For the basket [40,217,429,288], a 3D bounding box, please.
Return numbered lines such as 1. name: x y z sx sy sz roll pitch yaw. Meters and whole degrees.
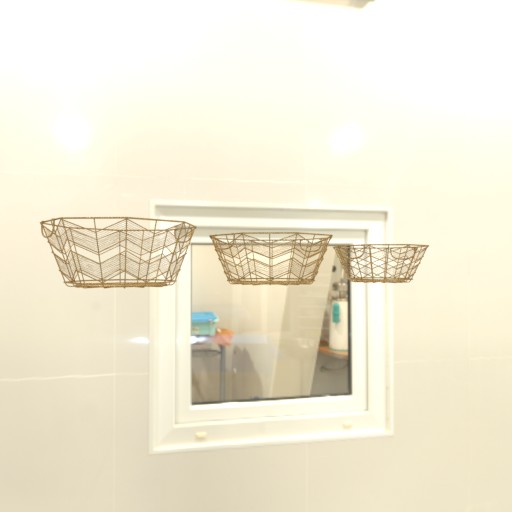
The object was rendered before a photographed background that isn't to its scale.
1. basket: 0.000 0.000 1.408 1.245 0.178 0.432 0 -1 -19
